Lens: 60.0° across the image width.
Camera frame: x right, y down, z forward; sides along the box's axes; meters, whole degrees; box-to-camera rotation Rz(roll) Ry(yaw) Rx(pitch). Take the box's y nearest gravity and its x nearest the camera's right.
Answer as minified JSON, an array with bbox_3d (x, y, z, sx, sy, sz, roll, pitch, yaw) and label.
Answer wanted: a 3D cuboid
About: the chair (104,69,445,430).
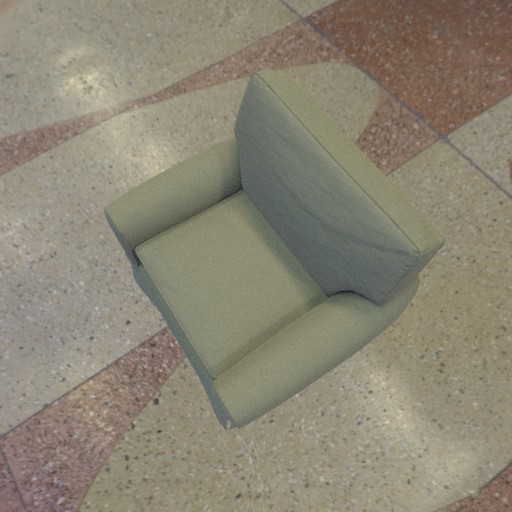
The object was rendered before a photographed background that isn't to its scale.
[{"bbox_3d":[0.000,0.000,1.913,0.988,1.017,1.135,-31,68,-14],"label":"chair"}]
